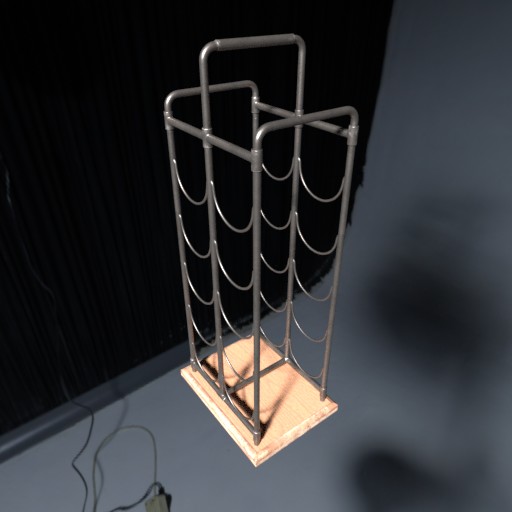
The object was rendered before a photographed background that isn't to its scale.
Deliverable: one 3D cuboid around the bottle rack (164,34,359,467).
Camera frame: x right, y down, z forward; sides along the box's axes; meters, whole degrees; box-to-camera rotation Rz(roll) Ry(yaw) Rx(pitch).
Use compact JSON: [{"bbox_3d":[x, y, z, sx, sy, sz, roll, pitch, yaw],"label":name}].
[{"bbox_3d":[0.000,0.000,0.763,0.208,0.680,0.276,-22,38,-31],"label":"bottle rack"}]
